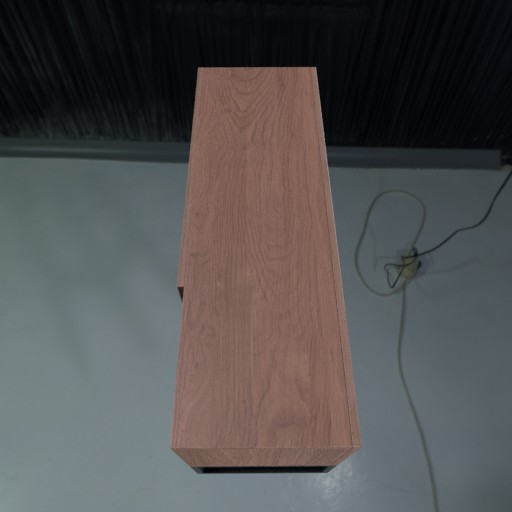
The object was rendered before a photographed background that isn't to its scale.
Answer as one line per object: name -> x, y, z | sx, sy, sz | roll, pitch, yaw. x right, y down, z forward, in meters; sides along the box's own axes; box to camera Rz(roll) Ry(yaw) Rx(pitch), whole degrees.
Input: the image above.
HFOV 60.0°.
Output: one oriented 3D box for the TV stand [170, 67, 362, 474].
TV stand -> 0.000, 0.000, 1.408 | 0.415, 0.500, 1.200 | 0, 58, 0
